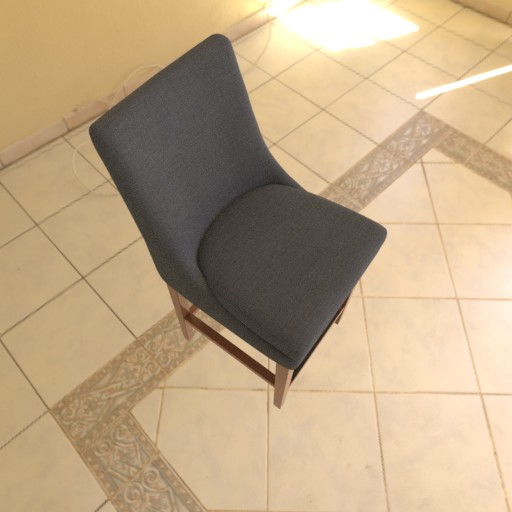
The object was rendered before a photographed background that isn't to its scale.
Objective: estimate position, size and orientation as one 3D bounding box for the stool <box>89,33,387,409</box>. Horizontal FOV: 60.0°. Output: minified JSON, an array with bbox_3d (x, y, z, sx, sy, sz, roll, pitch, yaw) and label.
[{"bbox_3d":[0.000,0.000,1.284,0.577,0.981,0.470,32,63,18],"label":"stool"}]
